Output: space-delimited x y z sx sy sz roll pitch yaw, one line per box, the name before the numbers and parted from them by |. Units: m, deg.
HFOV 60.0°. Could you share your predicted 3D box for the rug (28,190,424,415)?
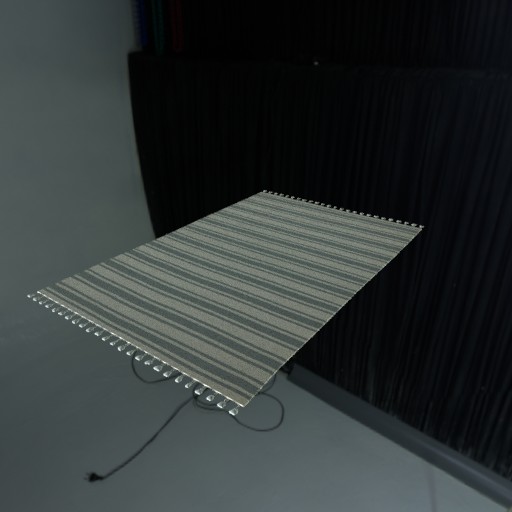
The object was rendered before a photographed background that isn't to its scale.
rug | 0.000 0.000 3.035 1.539 0.011 2.410 18 32 32
